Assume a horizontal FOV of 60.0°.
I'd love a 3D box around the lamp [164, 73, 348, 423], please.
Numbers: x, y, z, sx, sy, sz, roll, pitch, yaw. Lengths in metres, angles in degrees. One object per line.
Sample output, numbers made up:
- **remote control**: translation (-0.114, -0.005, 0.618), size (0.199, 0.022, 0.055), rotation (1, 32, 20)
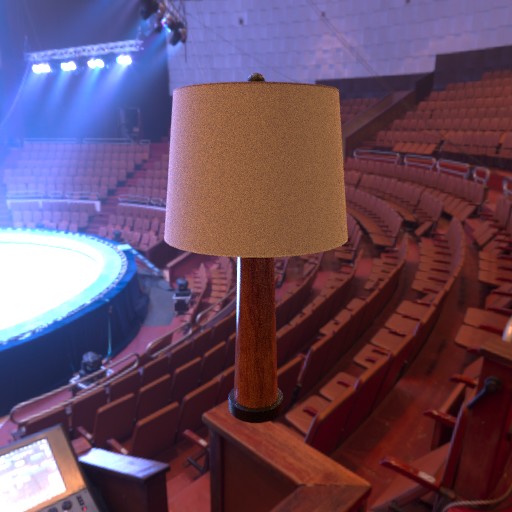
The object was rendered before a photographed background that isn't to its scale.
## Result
- **lamp**: translation (0.000, 0.000, 0.865), size (0.349, 0.667, 0.349), rotation (0, 15, 0)
